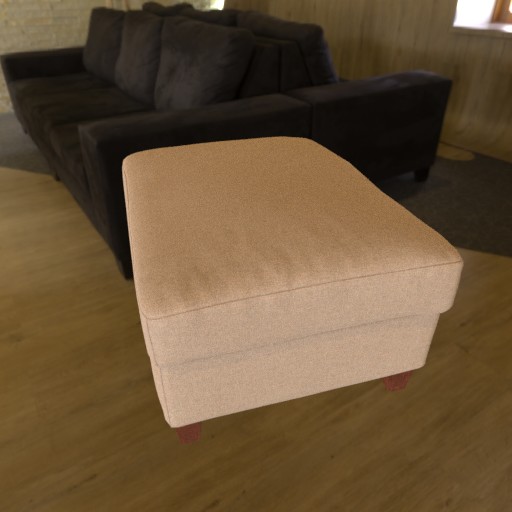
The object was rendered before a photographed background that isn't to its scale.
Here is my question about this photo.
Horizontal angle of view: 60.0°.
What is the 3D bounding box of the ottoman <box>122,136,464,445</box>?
[{"bbox_3d":[0.000,0.000,1.316,0.692,0.511,0.902,-9,33,-14],"label":"ottoman"}]
